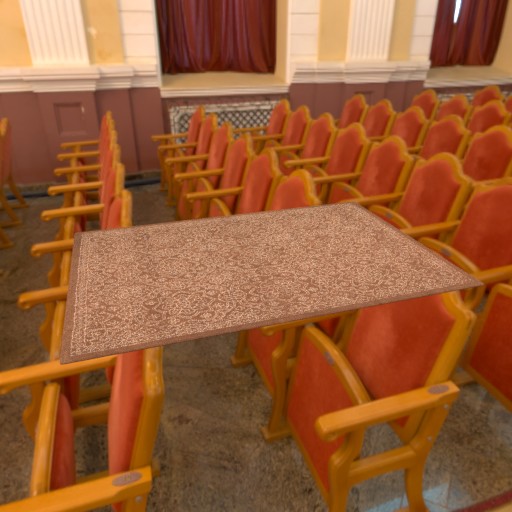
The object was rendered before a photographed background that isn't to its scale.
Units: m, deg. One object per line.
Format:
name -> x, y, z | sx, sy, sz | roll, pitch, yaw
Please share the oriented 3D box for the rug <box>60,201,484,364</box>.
rug -> 0.000, 0.000, 2.892 | 2.286, 0.011, 1.524 | -8, 27, -16
